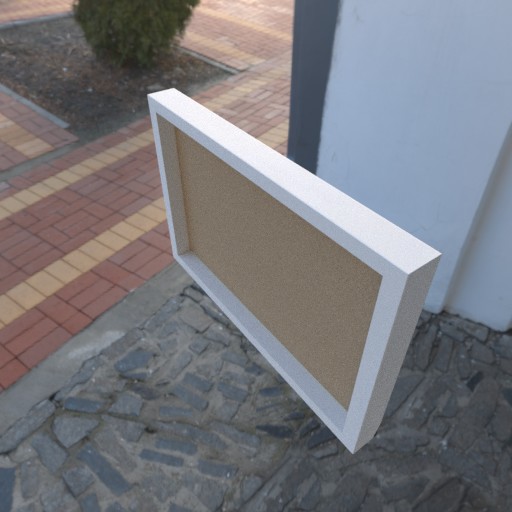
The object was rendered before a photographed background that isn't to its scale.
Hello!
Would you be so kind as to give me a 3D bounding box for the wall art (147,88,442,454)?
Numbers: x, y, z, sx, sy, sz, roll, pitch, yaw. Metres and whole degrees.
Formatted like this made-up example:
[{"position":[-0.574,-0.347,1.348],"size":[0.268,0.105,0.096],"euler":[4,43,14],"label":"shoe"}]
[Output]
[{"position":[0.000,0.000,0.497],"size":[0.039,0.254,0.384],"euler":[-25,47,-26],"label":"wall art"}]
